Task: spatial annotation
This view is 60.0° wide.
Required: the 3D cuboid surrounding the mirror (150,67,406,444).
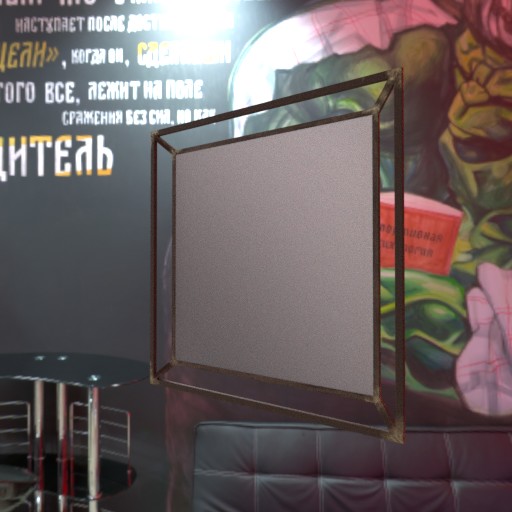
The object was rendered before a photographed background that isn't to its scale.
[{"bbox_3d":[0.000,0.000,0.909,0.610,0.610,0.032,-1,-1,36],"label":"mirror"}]
